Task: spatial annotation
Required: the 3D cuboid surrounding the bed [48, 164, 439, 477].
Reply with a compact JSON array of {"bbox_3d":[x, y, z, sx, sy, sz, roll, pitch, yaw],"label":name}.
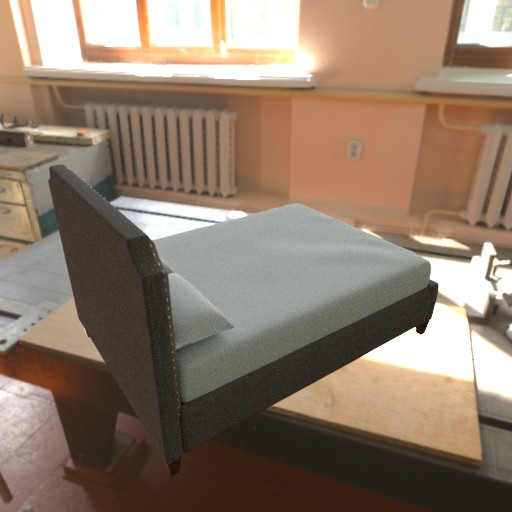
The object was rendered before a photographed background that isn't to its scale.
[{"bbox_3d":[0.000,0.000,3.375,2.381,1.457,1.713,-18,32,-31],"label":"bed"}]
